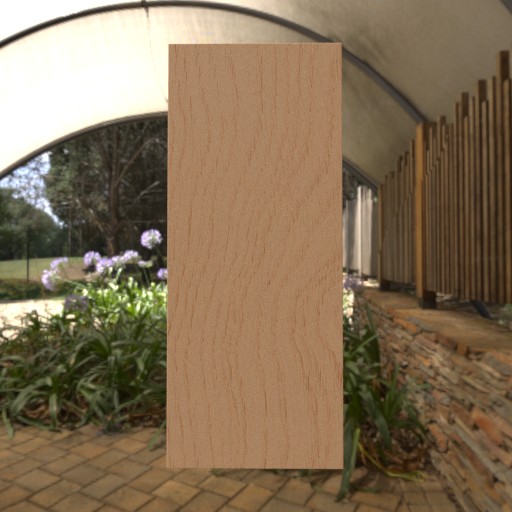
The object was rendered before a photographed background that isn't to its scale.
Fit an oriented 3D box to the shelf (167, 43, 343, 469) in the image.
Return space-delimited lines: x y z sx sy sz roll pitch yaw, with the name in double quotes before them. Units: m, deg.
"shelf" 0.000 0.000 0.770 0.250 0.600 0.290 0 -1 1
